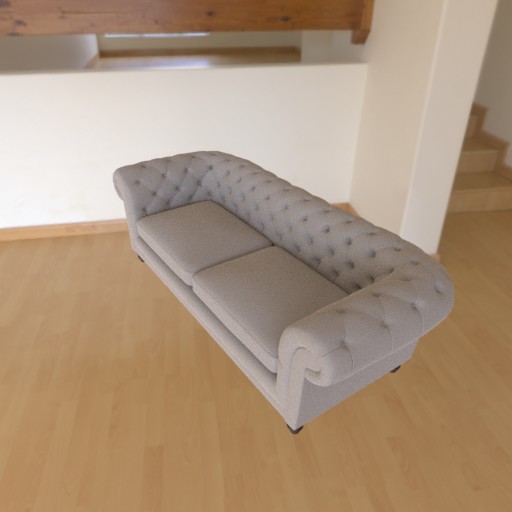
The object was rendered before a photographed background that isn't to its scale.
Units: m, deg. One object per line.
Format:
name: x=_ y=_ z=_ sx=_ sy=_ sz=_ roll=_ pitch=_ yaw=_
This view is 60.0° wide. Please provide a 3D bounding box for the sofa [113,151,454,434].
sofa: x=0.000 y=0.000 z=2.824 sx=0.991 sy=0.749 sz=2.411 roll=-20 pitch=37 yaw=-29
